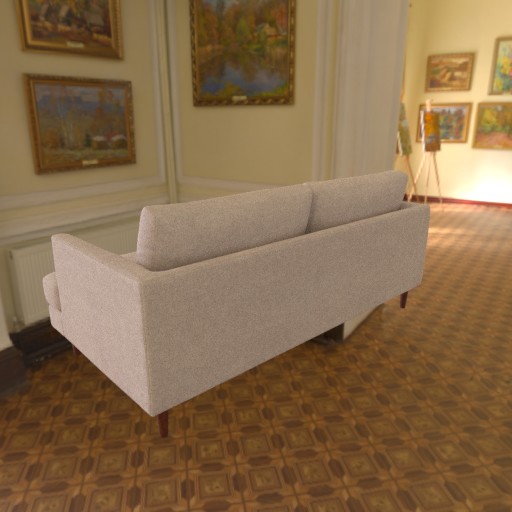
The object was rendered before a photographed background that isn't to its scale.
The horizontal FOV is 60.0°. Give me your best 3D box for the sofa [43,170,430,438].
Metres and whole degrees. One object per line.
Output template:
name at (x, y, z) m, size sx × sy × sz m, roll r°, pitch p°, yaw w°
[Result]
sofa at (0.000, 0.000, 2.444) m, size 1.948 × 0.868 × 1.020 m, roll -15°, pitch 23°, yaw -40°
